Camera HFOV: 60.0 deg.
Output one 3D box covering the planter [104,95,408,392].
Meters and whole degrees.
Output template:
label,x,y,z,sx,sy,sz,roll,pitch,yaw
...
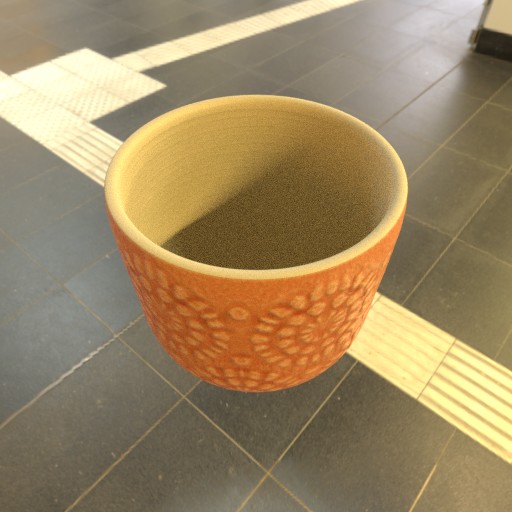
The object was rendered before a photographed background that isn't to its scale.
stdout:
label,x,y,z,sx,sy,sz,roll,pitch,yaw
planter,0.000,0.000,0.222,0.124,0.109,0.124,0,47,0
